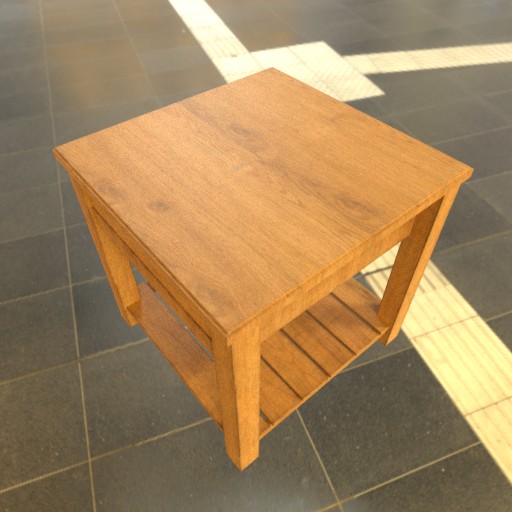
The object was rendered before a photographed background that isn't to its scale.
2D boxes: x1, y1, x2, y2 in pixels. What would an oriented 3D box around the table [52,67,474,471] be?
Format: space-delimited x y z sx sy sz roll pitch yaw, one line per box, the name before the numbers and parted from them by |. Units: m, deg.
table | 0.000 0.000 1.118 0.616 0.593 0.612 -31 54 -26
